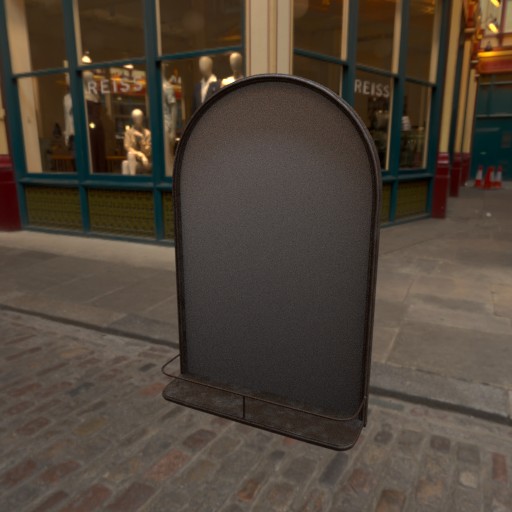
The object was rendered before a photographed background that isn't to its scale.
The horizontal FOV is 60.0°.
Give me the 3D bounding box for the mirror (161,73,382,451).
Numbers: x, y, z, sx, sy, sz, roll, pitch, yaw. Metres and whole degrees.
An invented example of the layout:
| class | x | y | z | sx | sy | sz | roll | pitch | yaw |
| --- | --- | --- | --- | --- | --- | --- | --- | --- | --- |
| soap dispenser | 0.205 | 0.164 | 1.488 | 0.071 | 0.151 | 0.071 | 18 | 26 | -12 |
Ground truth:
| class | x | y | z | sx | sy | sz | roll | pitch | yaw |
| --- | --- | --- | --- | --- | --- | --- | --- | --- | --- |
| mirror | 0.000 | 0.000 | 0.984 | 0.510 | 0.770 | 0.137 | 7 | 15 | 25 |
